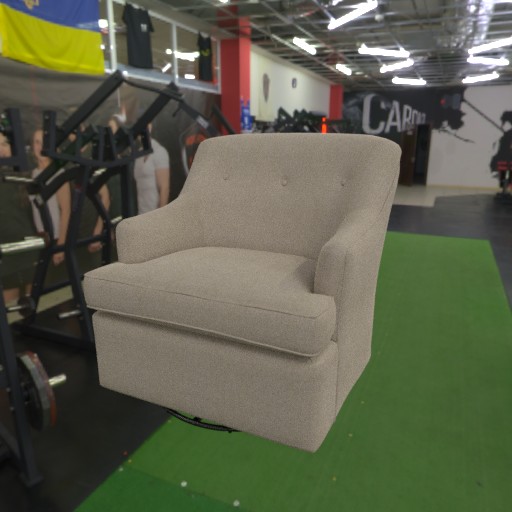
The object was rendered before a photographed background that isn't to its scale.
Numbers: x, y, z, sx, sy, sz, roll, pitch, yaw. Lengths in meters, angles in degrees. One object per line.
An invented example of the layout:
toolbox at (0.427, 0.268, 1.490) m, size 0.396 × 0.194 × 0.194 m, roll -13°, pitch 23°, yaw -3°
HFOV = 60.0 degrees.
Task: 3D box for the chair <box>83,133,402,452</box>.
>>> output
chair at (0.000, 0.000, 1.594) m, size 0.864 × 0.856 × 0.923 m, roll 7°, pitch 17°, yaw 25°
